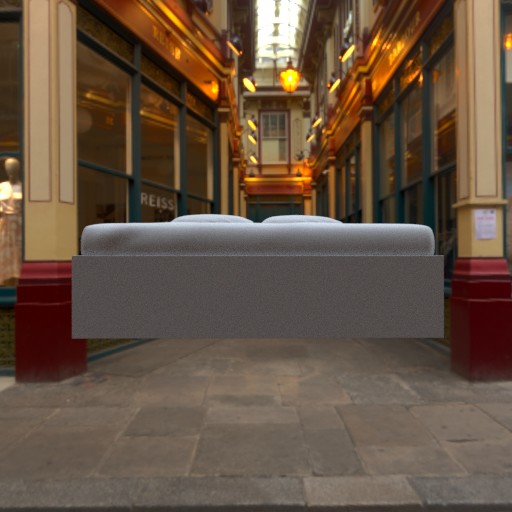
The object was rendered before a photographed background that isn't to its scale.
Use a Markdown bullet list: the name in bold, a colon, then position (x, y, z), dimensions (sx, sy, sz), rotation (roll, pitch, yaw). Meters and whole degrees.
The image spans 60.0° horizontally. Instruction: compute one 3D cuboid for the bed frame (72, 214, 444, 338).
- **bed frame**: position (0.000, 0.000, 2.694), dimensions (1.450, 0.629, 1.950), rotation (0, 0, -1)
